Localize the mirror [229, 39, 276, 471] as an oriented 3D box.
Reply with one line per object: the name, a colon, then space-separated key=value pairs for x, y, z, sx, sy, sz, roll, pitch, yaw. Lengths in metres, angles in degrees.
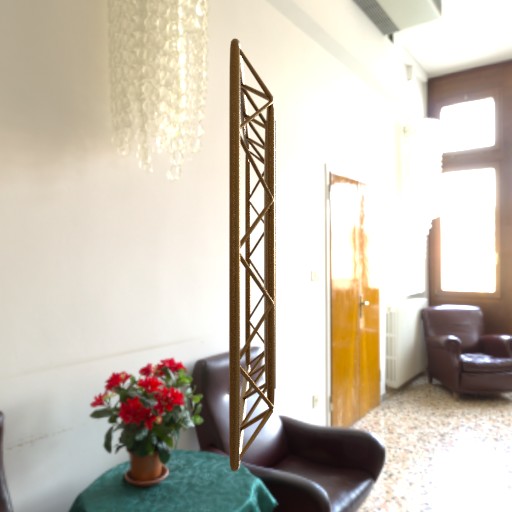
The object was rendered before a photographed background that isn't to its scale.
mirror: x=0.000 y=0.000 z=0.621 sx=0.046 sy=0.414 sz=0.416 roll=0 pitch=-1 yaw=1
